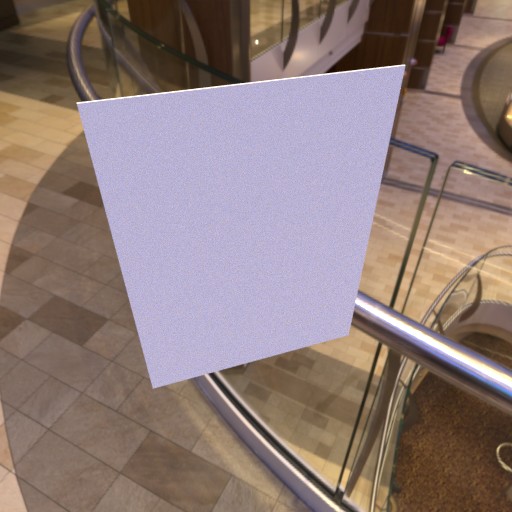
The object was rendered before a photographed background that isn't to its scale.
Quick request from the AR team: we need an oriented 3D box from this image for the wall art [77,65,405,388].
[{"bbox_3d":[0.000,0.000,0.789,0.457,0.610,0.003,-12,42,-14],"label":"wall art"}]
